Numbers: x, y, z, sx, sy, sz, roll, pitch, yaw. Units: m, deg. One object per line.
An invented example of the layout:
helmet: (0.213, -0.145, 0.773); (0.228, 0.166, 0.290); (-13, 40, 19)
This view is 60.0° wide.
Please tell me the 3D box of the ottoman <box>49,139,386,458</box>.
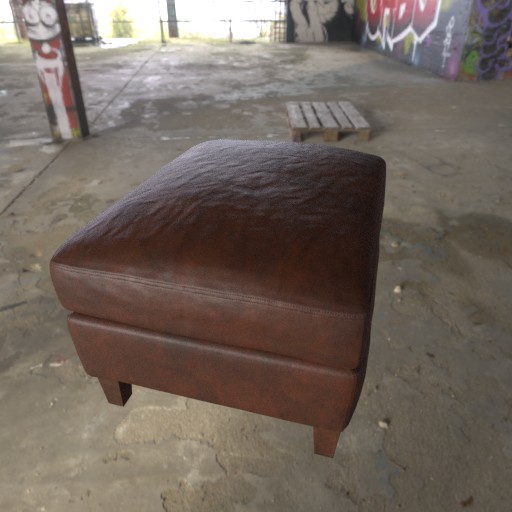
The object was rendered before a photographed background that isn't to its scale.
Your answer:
ottoman: (0.000, 0.000, 1.243); (0.659, 0.527, 0.887); (8, 32, 14)
